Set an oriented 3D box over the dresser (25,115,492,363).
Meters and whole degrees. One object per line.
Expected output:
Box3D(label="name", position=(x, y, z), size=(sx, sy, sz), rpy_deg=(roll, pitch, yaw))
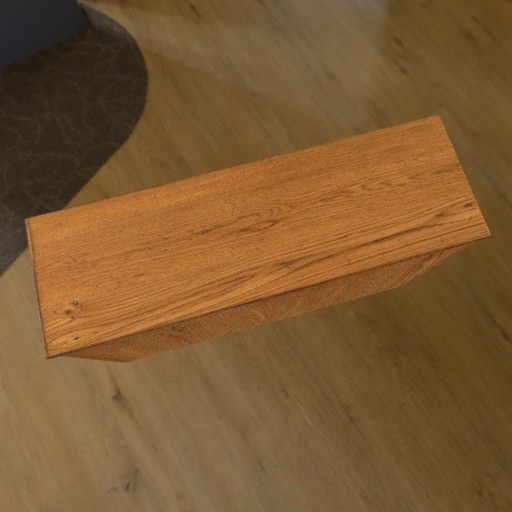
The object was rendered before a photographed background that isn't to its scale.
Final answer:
Box3D(label="dresser", position=(0.000, 0.000, 2.098), size=(1.657, 0.932, 0.563), rpy_deg=(-15, 75, -4))
